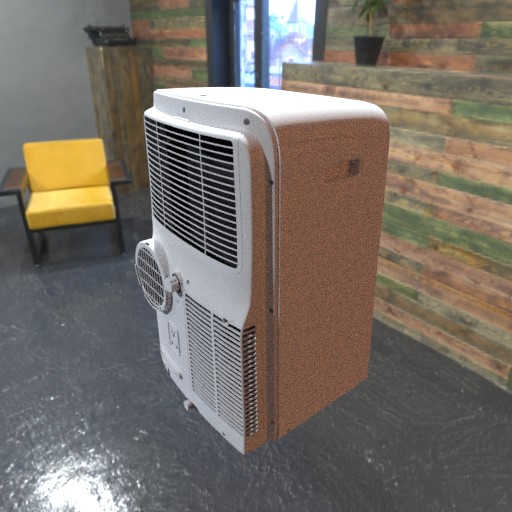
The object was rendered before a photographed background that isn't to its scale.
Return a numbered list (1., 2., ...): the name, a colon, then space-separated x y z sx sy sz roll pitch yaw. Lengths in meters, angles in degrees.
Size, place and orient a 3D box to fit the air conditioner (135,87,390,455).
1. air conditioner: 0.000 0.000 1.092 0.467 0.765 0.478 -18 32 -33
